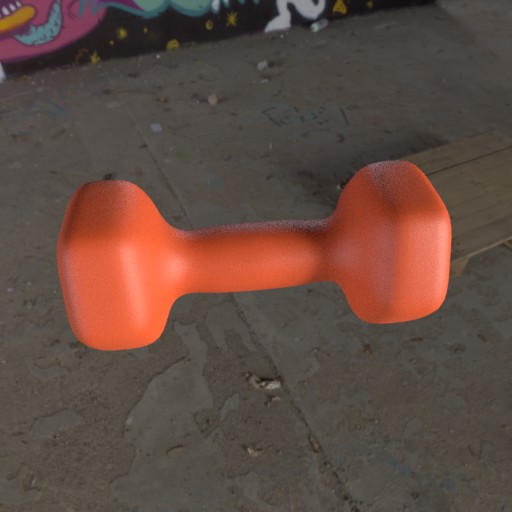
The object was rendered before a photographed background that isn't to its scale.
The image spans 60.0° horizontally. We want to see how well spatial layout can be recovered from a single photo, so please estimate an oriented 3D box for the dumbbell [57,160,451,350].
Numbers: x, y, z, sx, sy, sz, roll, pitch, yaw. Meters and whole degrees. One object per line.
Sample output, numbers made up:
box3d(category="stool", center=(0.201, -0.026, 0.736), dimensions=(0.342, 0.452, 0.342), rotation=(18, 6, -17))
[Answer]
box3d(category="dumbbell", center=(0.000, 0.000, 0.203), dimensions=(0.162, 0.071, 0.079), rotation=(-4, 45, -4))
